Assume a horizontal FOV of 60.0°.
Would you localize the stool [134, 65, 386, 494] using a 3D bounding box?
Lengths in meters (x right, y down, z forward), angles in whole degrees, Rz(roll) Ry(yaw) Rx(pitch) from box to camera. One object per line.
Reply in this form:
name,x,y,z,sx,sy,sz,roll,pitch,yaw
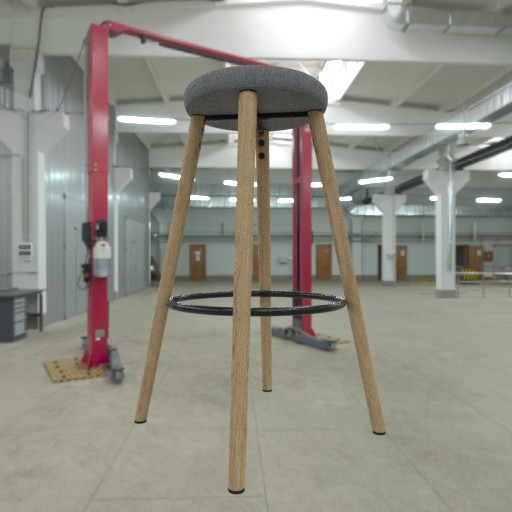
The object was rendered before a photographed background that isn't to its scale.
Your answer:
stool,0.000,0.000,0.997,0.410,0.770,0.410,0,0,-38
